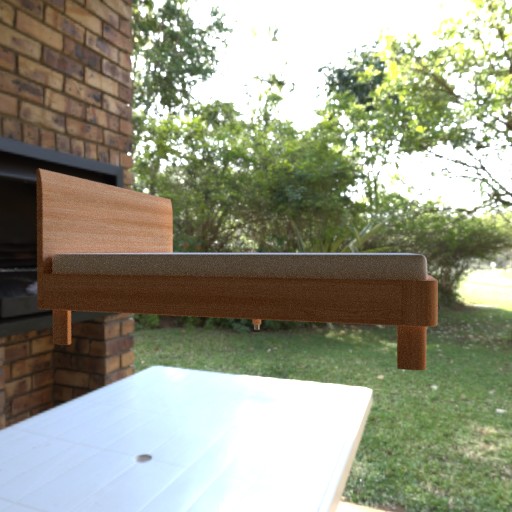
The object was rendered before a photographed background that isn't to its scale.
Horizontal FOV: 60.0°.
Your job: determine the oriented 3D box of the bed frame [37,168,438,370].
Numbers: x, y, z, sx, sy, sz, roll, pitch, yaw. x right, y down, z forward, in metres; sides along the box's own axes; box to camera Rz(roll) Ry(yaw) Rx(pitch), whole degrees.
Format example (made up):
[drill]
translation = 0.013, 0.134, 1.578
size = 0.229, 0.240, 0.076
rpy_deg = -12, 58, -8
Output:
[bed frame]
translation = 0.000, 0.000, 2.776
size = 1.992, 0.940, 1.472
rpy_deg = 0, 1, 17
